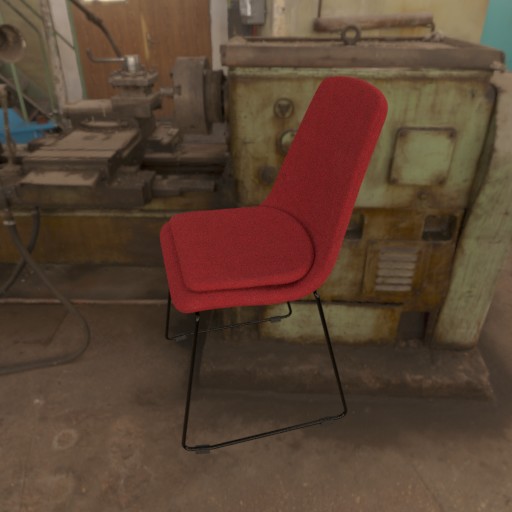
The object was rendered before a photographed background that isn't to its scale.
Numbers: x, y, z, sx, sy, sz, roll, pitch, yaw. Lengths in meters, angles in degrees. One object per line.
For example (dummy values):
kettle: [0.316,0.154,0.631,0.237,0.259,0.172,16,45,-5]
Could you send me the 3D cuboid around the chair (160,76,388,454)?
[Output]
chair: [0.000,0.000,1.173,0.518,0.858,0.479,-8,32,-13]
